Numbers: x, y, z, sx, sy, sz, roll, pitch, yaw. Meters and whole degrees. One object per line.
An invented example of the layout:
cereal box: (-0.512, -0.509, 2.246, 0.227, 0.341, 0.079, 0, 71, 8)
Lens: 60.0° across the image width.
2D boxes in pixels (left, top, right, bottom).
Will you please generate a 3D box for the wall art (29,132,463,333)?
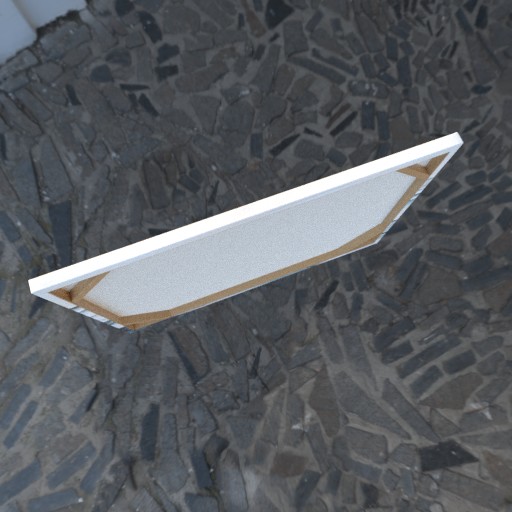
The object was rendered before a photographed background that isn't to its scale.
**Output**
wall art: (0.000, 0.000, 1.615, 1.219, 0.915, 0.039, -20, 75, -6)
